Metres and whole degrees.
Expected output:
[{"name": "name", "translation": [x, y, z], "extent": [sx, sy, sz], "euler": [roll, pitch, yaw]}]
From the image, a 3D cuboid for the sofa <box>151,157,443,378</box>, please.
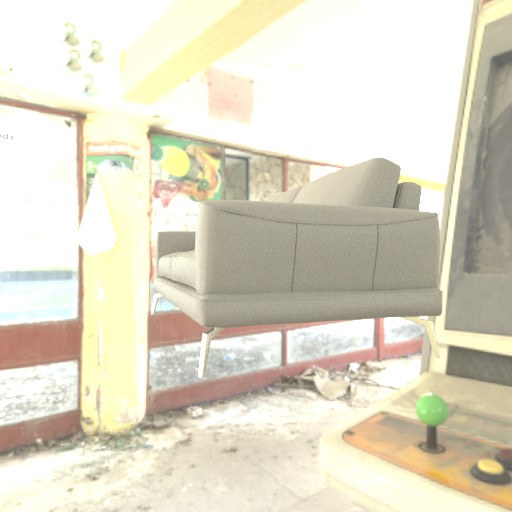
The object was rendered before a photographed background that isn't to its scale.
[{"name": "sofa", "translation": [0.000, 0.000, 2.769], "extent": [1.121, 0.930, 2.177], "euler": [0, -1, -17]}]
